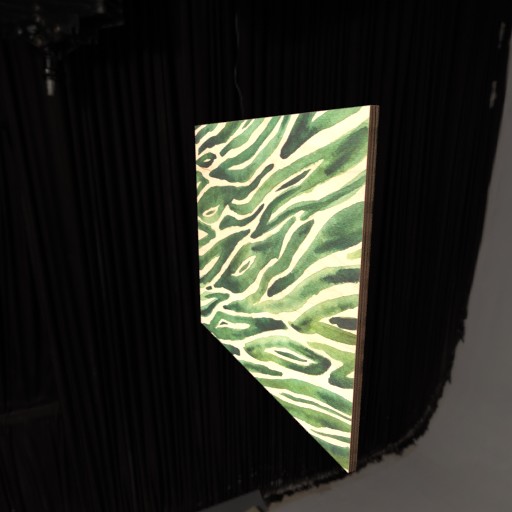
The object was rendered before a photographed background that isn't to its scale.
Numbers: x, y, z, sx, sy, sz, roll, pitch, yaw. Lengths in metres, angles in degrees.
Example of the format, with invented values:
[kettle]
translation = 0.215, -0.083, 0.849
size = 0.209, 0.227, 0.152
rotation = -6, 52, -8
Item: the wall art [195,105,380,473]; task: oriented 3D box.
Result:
[wall art]
translation = 0.000, 0.000, 0.692
size = 0.012, 0.408, 0.508
rotation = -7, 16, -26
